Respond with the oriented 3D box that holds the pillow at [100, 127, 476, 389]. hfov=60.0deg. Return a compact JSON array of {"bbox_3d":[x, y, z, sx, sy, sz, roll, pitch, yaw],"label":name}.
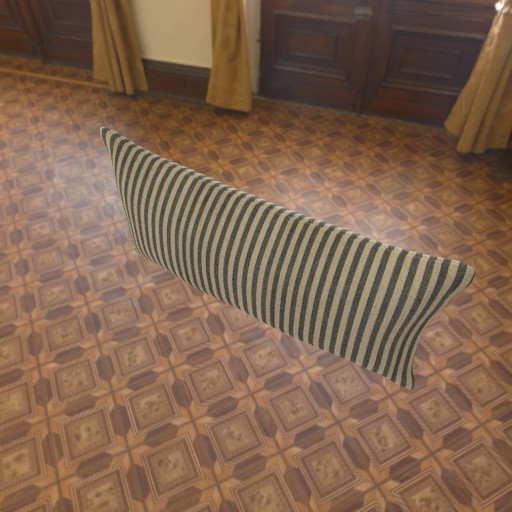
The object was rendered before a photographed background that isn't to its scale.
[{"bbox_3d":[0.000,0.000,0.741,0.617,0.295,0.151,24,51,21],"label":"pillow"}]
